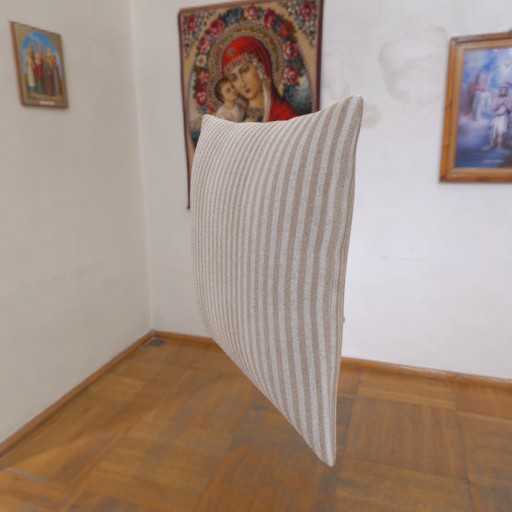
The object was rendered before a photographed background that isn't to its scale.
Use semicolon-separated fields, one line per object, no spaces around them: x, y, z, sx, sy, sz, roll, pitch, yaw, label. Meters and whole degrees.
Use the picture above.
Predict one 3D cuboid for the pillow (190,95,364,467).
0.000;0.000;0.801;0.166;0.510;0.523;-7;17;-26;pillow
